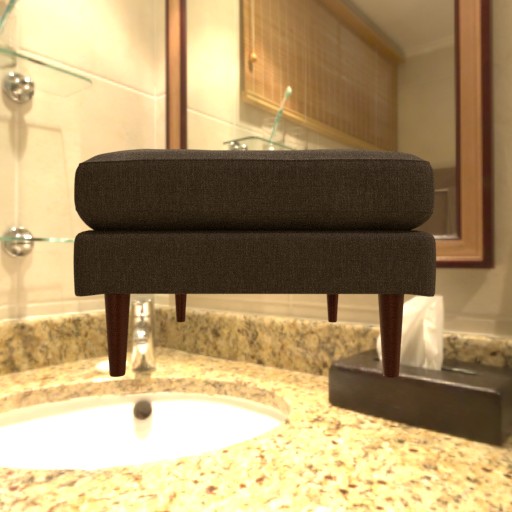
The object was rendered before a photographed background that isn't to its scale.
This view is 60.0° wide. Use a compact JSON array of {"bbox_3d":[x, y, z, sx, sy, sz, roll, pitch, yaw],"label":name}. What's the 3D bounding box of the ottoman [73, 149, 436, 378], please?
[{"bbox_3d":[0.000,0.000,1.231,0.693,0.474,0.821,0,0,0],"label":"ottoman"}]
